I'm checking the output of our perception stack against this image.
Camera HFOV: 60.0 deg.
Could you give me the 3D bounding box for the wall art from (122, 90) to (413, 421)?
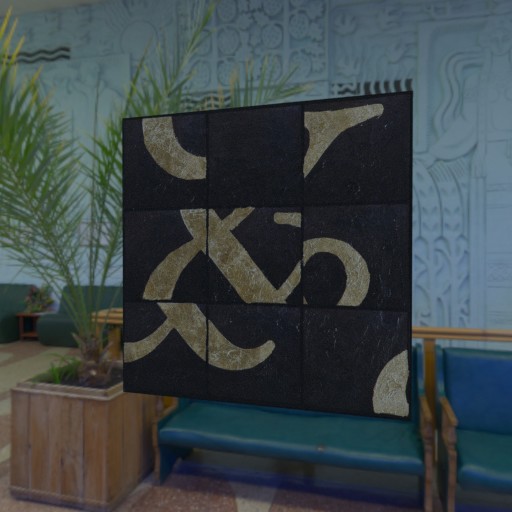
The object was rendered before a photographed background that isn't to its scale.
[{"bbox_3d":[0.000,0.000,1.142,0.758,0.758,0.044,0,1,16],"label":"wall art"}]
